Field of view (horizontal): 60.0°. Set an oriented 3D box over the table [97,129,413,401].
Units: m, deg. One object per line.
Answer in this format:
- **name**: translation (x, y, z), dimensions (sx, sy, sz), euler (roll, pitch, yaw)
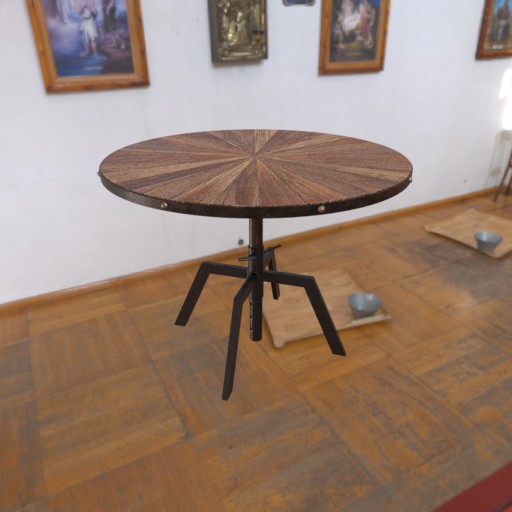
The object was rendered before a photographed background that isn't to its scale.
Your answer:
- **table**: translation (0.000, 0.000, 1.453), dimensions (0.885, 0.658, 0.885), euler (0, 26, 0)
